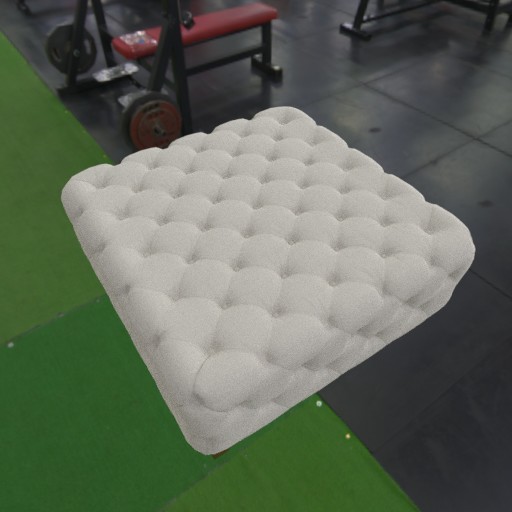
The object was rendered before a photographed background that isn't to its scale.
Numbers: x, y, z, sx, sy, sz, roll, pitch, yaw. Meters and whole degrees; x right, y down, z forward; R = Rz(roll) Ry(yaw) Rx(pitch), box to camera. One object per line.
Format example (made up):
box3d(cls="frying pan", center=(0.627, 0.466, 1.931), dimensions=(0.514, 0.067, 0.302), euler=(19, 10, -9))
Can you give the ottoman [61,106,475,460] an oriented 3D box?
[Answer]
box3d(cls="ottoman", center=(0.000, 0.000, 1.170), dimensions=(0.755, 0.376, 0.753), euler=(-25, 51, -22))
